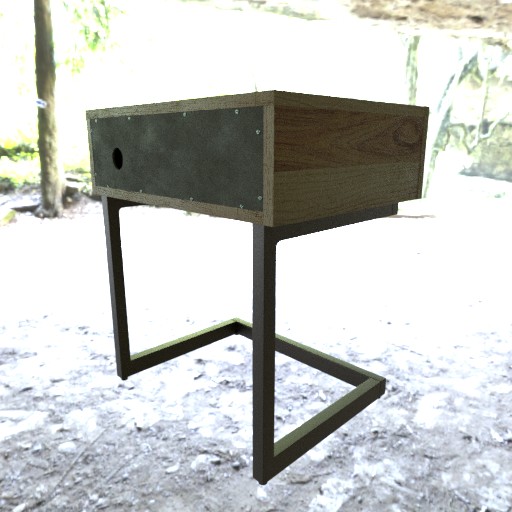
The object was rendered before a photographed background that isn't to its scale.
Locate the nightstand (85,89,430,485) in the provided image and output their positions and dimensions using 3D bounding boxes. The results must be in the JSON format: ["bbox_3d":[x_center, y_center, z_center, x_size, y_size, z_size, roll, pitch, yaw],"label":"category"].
[{"bbox_3d":[0.000,0.000,0.999,0.481,0.632,0.558,-14,20,-43],"label":"nightstand"}]
